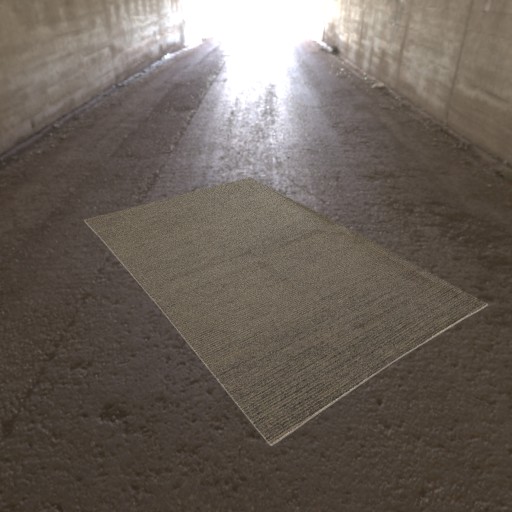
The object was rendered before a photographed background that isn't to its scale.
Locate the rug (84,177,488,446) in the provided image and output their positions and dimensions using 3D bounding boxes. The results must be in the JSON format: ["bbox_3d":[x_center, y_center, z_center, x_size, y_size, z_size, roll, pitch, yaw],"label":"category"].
[{"bbox_3d":[0.000,0.000,2.185,1.149,0.021,1.773,-20,37,-29],"label":"rug"}]
